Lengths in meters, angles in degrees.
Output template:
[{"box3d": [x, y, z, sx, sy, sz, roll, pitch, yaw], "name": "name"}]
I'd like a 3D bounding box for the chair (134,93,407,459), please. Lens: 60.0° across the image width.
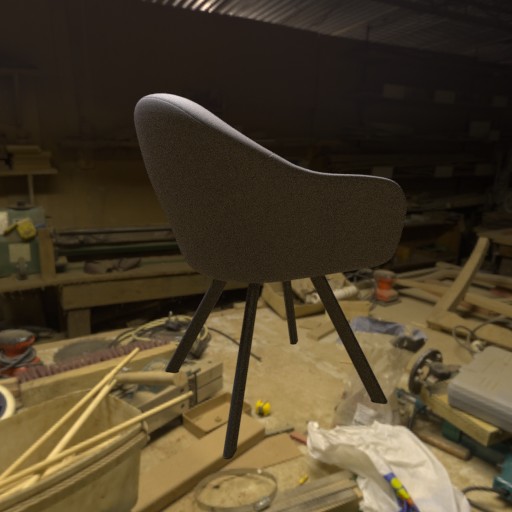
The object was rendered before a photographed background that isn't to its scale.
[{"box3d": [0.000, 0.000, 1.170, 0.570, 0.780, 0.540, -7, 16, -27], "name": "chair"}]
